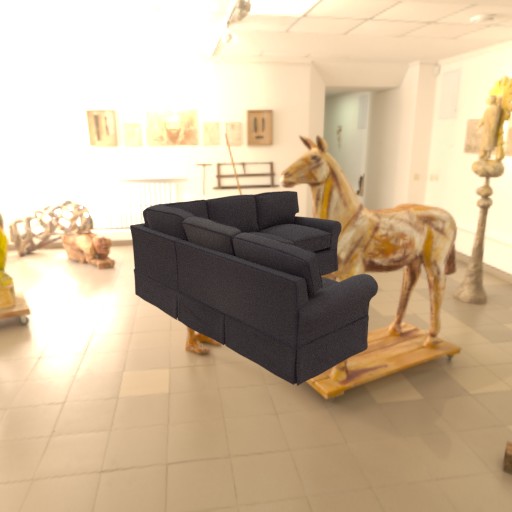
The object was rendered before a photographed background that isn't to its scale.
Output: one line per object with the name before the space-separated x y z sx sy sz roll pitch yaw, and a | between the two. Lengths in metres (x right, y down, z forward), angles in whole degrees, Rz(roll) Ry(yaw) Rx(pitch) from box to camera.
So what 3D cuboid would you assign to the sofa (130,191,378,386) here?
sofa | 0.000 0.000 5.133 2.874 1.169 3.773 -3 16 -10
